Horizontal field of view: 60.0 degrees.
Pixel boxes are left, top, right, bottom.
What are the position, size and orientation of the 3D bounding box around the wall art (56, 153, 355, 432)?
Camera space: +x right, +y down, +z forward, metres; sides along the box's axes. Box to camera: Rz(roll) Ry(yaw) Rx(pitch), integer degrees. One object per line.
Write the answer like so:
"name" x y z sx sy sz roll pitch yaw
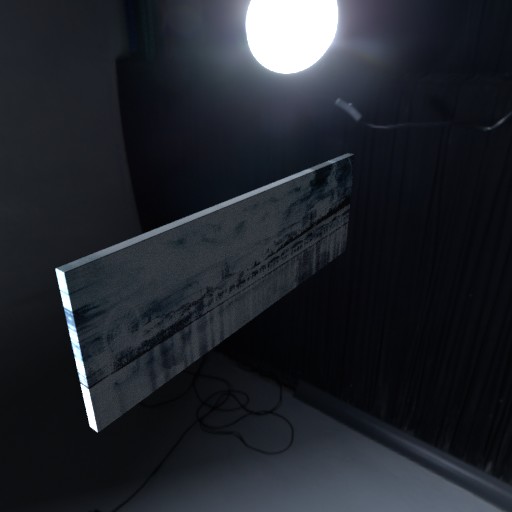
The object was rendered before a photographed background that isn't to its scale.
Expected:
"wall art" 0.000 0.000 1.694 0.037 0.509 1.524 18 31 33
